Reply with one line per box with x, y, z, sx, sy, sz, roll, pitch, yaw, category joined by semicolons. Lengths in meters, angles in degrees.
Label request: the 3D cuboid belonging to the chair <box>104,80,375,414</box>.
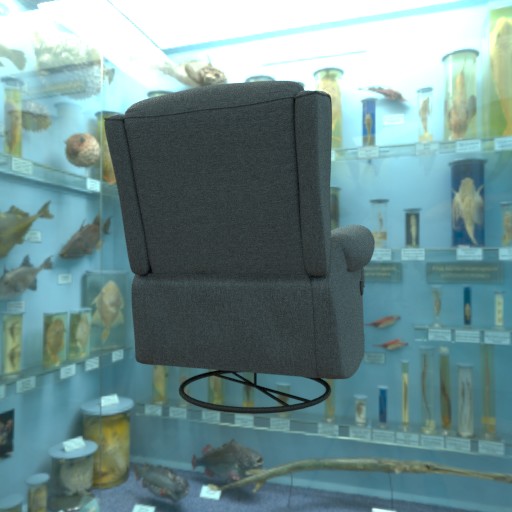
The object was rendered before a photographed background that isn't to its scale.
0.000;0.000;1.697;0.847;1.011;0.969;0;-1;19;chair
